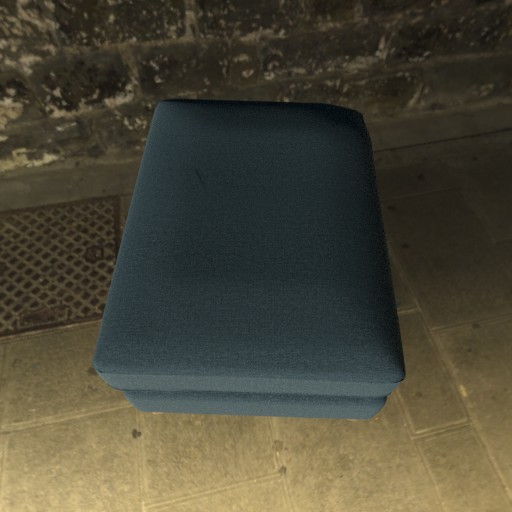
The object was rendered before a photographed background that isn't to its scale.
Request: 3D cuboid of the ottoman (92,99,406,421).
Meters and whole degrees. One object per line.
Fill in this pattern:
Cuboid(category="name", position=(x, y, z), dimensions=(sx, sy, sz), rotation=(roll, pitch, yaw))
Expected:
Cuboid(category="ottoman", position=(0.000, 0.000, 1.250), dimensions=(0.629, 0.503, 0.835), rotation=(2, 57, 1))
